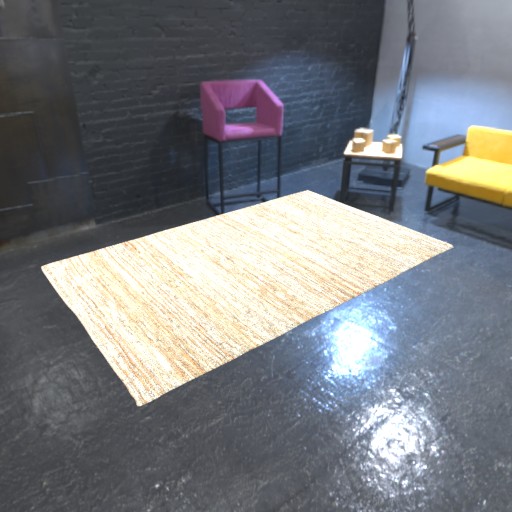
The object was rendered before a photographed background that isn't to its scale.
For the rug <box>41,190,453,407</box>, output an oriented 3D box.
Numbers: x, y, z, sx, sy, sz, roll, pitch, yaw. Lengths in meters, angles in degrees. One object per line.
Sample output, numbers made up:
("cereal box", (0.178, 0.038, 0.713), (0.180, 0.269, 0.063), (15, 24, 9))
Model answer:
("rug", (0.000, 0.000, 3.053), (2.446, 0.009, 1.529), (-20, 34, -33))
